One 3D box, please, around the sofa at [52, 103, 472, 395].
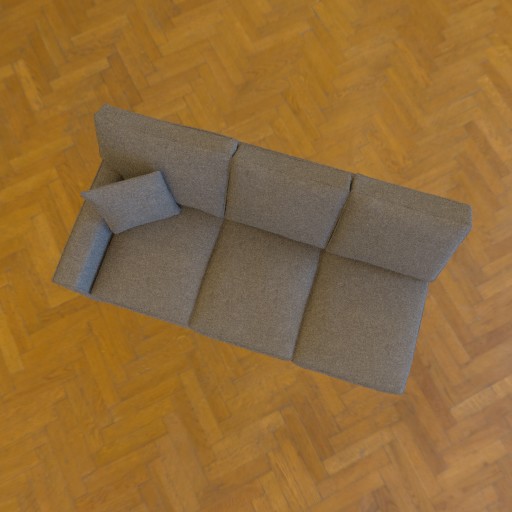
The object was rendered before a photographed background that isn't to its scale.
[{"bbox_3d":[0.000,0.000,2.523,1.963,0.946,1.034,17,77,4],"label":"sofa"}]
